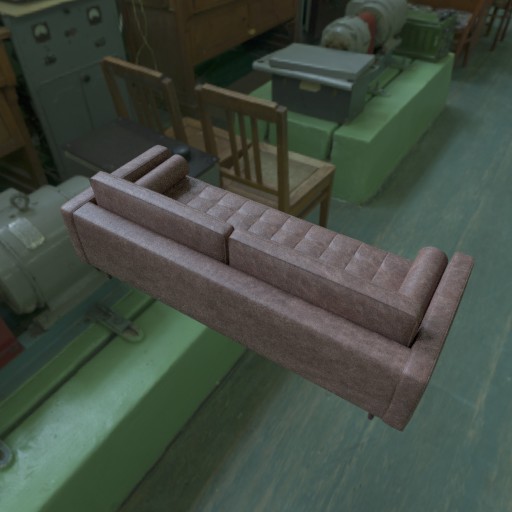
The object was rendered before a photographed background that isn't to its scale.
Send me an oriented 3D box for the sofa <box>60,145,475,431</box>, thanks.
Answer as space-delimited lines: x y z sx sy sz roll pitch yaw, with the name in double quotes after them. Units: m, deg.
0.000 0.000 2.609 2.210 0.762 0.914 23 49 22 "sofa"
